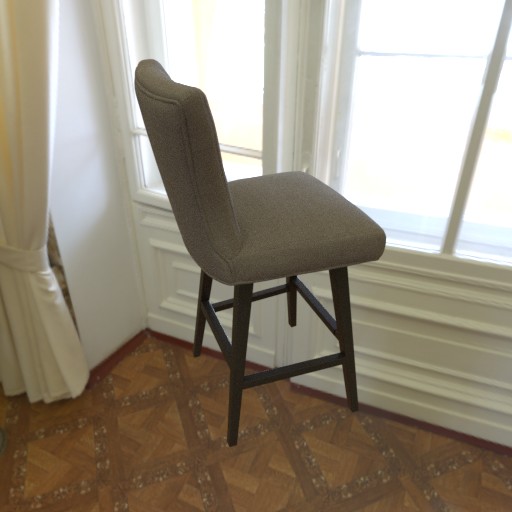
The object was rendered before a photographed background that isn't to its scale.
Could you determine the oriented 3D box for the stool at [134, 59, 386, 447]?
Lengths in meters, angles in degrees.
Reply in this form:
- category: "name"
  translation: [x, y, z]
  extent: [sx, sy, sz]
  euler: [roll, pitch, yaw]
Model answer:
- category: "stool"
  translation: [0.000, 0.000, 1.365]
  extent: [0.574, 1.086, 0.514]
  euler: [-12, 33, -18]
